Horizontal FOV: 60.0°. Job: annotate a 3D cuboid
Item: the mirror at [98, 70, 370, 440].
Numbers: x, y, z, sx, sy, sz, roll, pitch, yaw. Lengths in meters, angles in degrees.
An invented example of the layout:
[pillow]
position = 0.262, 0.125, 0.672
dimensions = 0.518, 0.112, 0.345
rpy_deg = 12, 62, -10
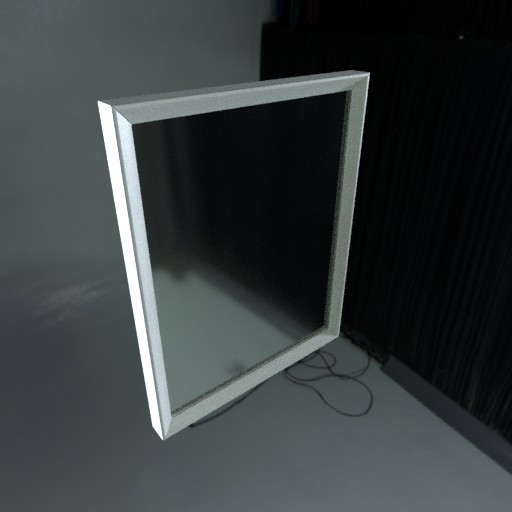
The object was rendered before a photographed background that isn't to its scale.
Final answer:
[mirror]
position = 0.000, 0.000, 0.696
dimensions = 0.406, 0.509, 0.041
rpy_deg = -21, 36, -33
